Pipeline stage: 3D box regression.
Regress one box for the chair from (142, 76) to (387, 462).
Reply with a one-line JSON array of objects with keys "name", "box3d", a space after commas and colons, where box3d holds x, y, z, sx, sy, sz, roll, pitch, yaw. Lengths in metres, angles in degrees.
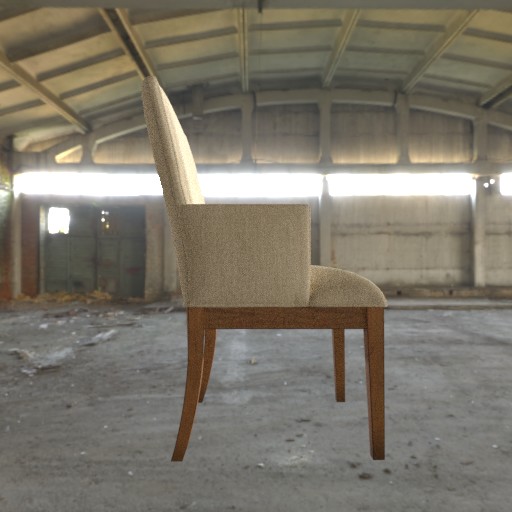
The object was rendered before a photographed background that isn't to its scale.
[{"name": "chair", "box3d": [0.000, 0.000, 1.340, 0.641, 1.016, 0.533, 0, -1, -1]}]
